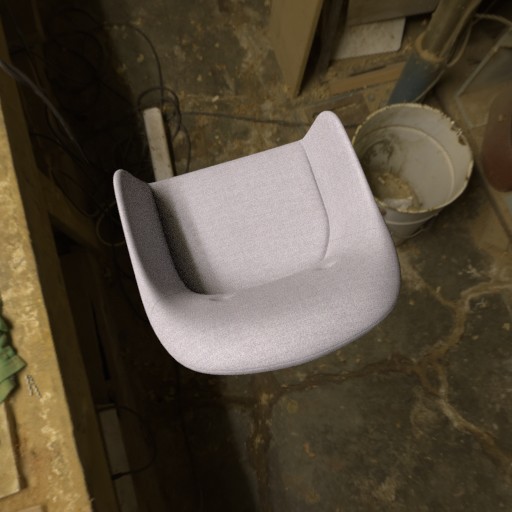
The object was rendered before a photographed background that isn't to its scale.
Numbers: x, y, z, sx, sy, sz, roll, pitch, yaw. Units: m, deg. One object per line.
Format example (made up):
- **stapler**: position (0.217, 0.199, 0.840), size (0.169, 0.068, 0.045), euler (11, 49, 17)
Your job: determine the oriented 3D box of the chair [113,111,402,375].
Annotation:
- **chair**: position (0.000, 0.000, 1.153), size (0.540, 0.780, 0.570), euler (-17, 77, -4)
